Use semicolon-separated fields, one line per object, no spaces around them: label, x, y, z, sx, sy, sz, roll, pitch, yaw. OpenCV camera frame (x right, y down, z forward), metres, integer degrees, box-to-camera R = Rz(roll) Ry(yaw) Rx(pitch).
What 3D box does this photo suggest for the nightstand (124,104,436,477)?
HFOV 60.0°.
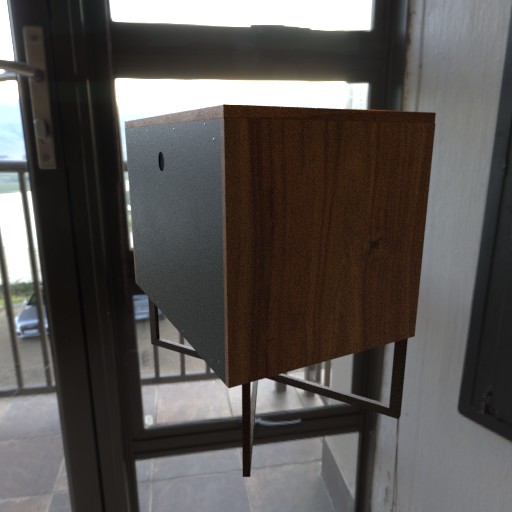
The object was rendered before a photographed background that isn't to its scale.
nightstand;0.000;0.000;1.031;0.427;0.615;0.613;-8;16;-27
